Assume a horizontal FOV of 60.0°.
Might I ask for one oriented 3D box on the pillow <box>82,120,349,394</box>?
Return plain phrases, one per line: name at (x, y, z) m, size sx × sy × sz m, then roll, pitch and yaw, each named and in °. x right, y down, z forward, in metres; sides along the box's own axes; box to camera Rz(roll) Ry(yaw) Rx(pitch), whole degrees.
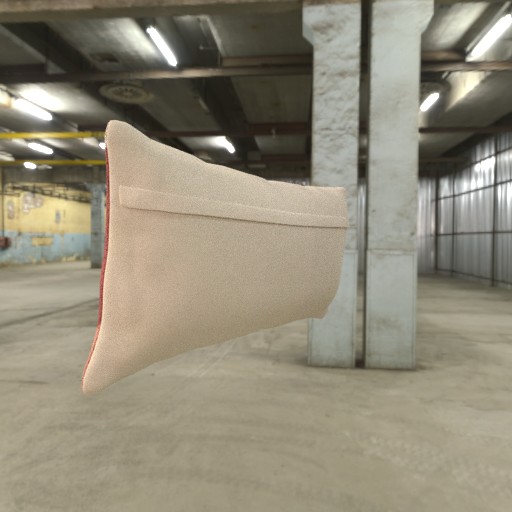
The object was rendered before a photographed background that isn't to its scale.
pillow at (0.000, 0.000, 0.716) m, size 0.155 × 0.292 × 0.609 m, roll 1°, pitch 2°, yaw 34°
